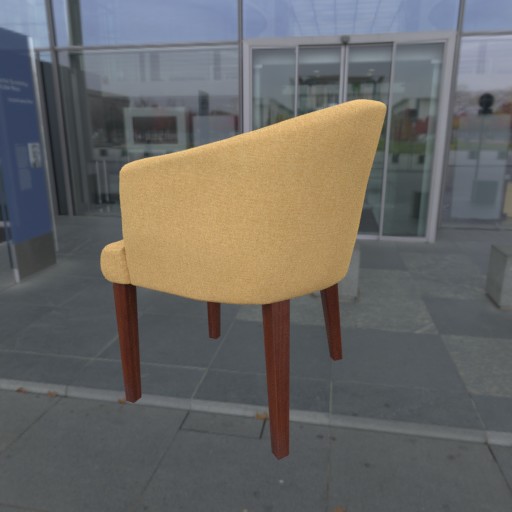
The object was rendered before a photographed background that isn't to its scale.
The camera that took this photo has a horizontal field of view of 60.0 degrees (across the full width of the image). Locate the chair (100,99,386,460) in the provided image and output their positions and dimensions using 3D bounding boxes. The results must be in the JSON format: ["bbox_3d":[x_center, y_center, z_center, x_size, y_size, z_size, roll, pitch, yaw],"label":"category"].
[{"bbox_3d":[0.000,0.000,1.248,0.655,0.811,0.583,7,17,24],"label":"chair"}]
